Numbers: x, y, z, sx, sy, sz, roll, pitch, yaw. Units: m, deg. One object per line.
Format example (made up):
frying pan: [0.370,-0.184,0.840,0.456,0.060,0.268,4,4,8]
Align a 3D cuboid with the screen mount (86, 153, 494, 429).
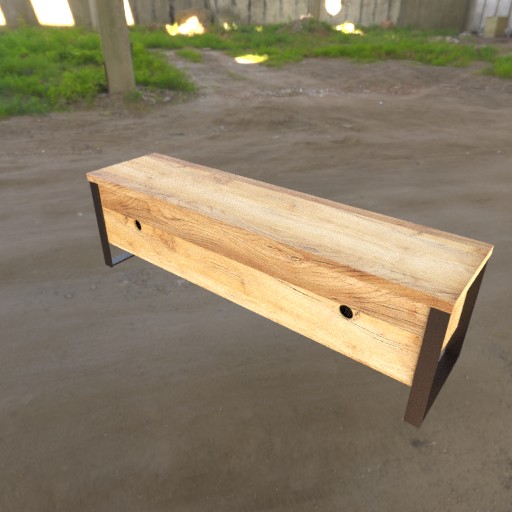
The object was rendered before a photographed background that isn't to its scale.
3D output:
screen mount: [0.000,0.000,1.721,1.524,0.450,0.395,21,36,32]
